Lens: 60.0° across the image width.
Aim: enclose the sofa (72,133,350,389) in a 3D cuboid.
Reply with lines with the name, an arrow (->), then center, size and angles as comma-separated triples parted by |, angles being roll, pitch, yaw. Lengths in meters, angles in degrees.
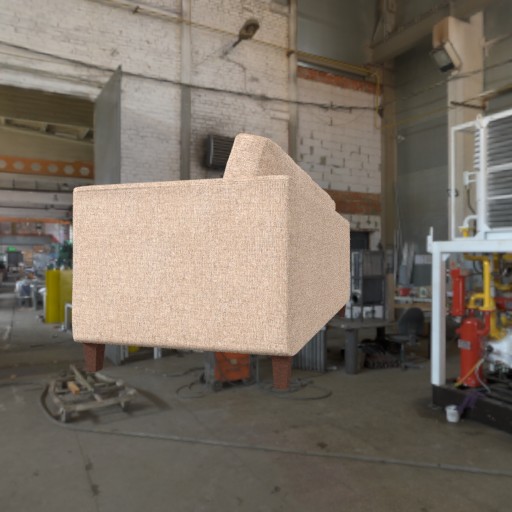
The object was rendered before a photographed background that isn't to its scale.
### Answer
sofa -> 0.000, 0.000, 2.710 | 0.951, 0.965, 2.208 | 0, 0, 17
